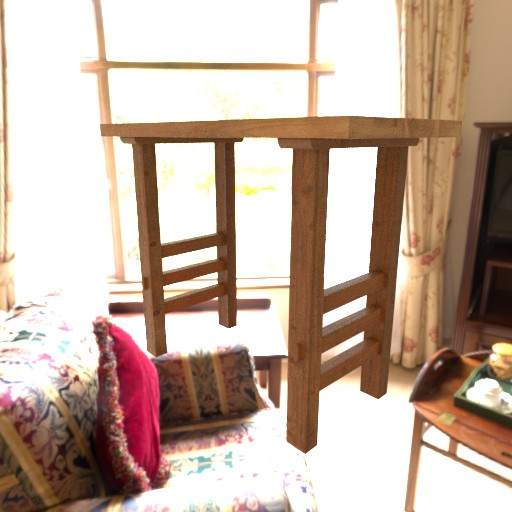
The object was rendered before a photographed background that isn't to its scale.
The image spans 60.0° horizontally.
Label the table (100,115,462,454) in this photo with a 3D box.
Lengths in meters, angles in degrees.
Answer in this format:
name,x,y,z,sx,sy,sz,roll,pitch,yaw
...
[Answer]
name,x,y,z,sx,sy,sz,roll,pitch,yaw
table,0.000,0.000,1.585,0.556,0.914,1.119,-14,21,-42
